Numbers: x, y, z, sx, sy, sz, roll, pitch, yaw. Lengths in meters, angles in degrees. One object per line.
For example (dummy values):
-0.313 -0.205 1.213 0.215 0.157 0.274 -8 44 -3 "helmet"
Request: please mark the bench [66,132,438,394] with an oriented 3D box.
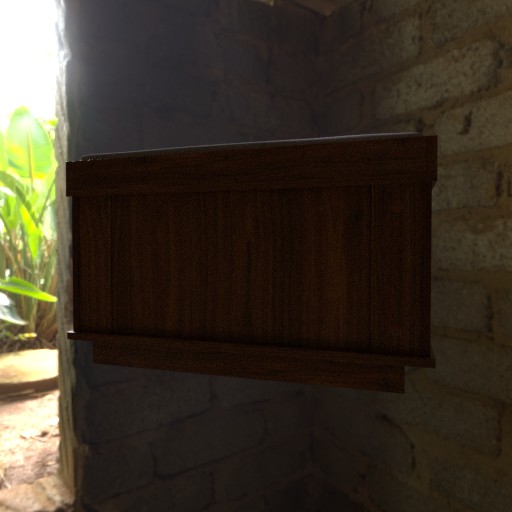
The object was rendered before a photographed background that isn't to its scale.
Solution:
0.000 0.000 1.005 0.734 0.461 0.362 0 1 18 "bench"
